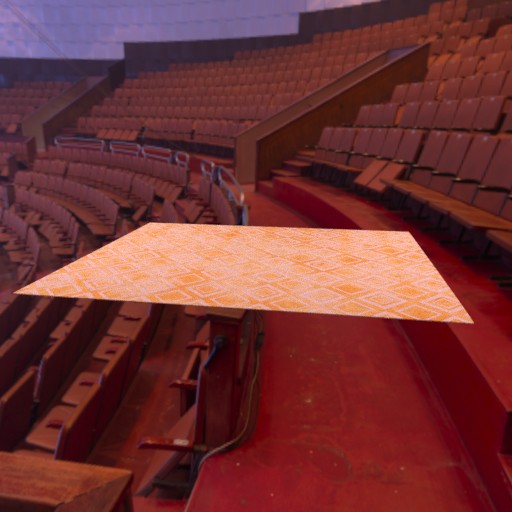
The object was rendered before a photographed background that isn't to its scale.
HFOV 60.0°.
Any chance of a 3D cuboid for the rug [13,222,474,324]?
[{"bbox_3d":[0.000,0.000,4.009,3.037,0.011,2.433,3,16,9],"label":"rug"}]
